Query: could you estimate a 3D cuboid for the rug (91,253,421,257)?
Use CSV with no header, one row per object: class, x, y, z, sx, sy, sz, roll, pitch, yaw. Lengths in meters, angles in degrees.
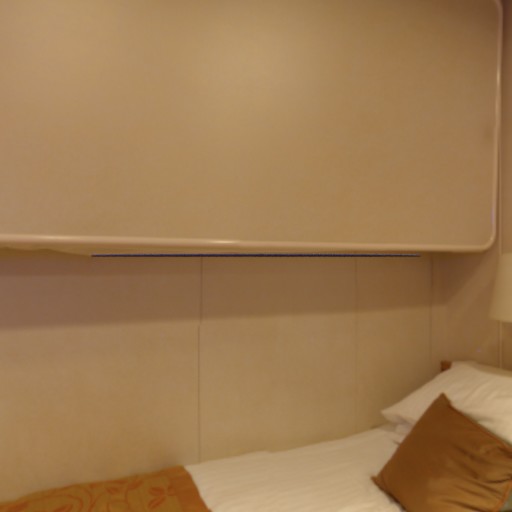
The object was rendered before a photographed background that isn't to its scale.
rug,0.000,0.000,3.424,2.386,0.014,2.386,0,0,0
